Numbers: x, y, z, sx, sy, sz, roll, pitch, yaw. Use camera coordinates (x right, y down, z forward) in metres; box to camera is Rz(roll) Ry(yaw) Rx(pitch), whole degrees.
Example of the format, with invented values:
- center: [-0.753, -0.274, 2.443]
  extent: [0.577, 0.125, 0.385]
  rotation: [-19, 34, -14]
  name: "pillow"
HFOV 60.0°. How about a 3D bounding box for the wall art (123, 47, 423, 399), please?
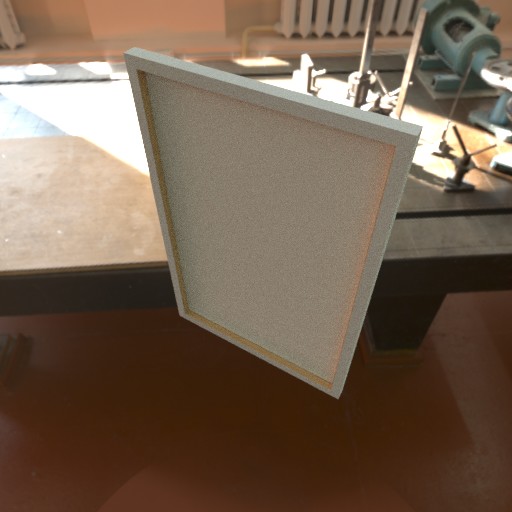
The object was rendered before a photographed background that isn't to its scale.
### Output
- center: [0.000, 0.000, 1.140]
  extent: [0.607, 0.912, 0.038]
  rotation: [24, 51, 21]
  name: "wall art"
